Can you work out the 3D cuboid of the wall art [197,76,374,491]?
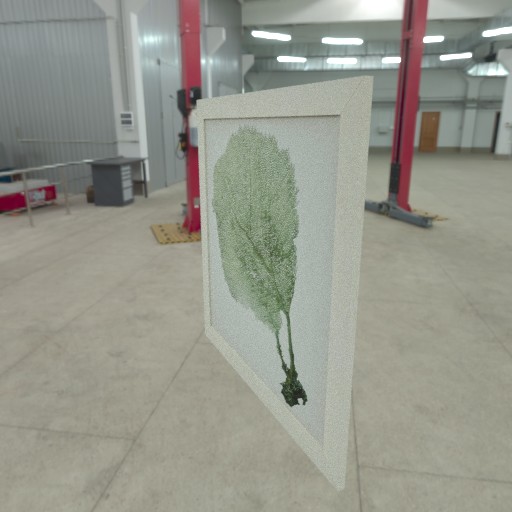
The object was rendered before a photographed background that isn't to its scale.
[{"bbox_3d":[0.000,0.000,0.843,0.013,0.584,0.584,-8,18,-25],"label":"wall art"}]
